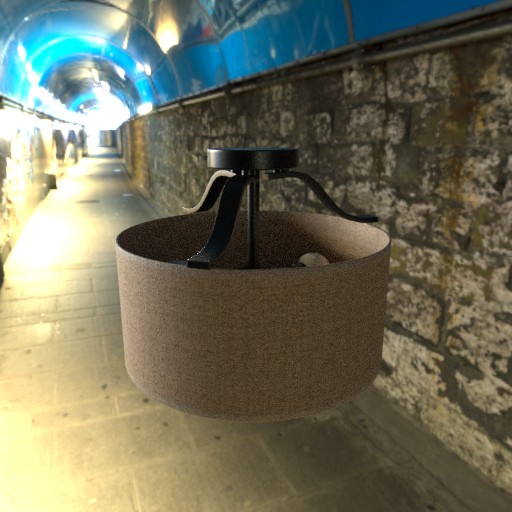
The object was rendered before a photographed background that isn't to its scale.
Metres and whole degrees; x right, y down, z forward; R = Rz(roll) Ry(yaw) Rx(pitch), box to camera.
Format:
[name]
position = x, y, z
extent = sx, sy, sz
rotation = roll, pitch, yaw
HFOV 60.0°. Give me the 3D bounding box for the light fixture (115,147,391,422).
[light fixture]
position = 0.000, 0.000, 0.650
extent = 0.390, 0.306, 0.390
rotation = 0, 15, 0
